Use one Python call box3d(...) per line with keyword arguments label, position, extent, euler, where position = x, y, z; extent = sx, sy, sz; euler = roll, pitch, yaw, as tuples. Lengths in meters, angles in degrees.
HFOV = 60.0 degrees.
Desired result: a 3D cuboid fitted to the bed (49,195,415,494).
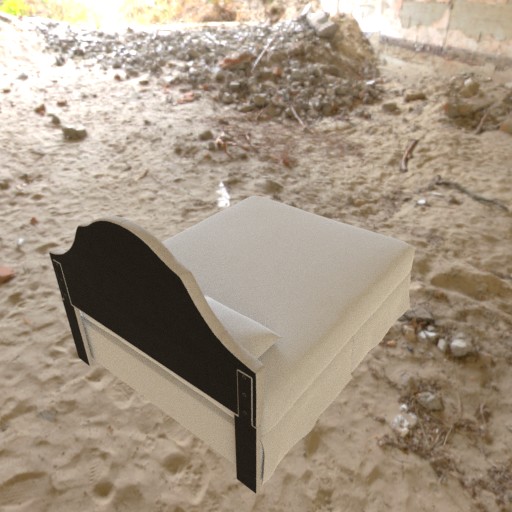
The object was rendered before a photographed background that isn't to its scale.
box3d(label="bed", position=(0.000, 0.000, 3.725), extent=(2.039, 1.617, 2.477), euler=(22, 38, 32))
